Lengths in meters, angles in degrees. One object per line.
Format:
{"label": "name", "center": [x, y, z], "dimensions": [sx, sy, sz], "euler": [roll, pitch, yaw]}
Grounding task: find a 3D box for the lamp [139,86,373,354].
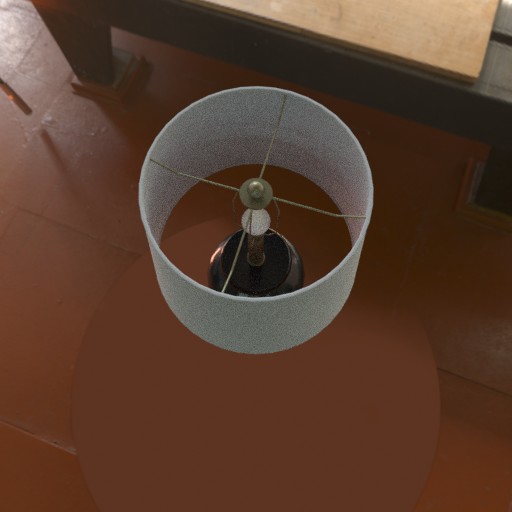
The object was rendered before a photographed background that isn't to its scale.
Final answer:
{"label": "lamp", "center": [0.000, 0.000, 0.546], "dimensions": [0.239, 0.399, 0.239], "euler": [0, 74, 0]}
